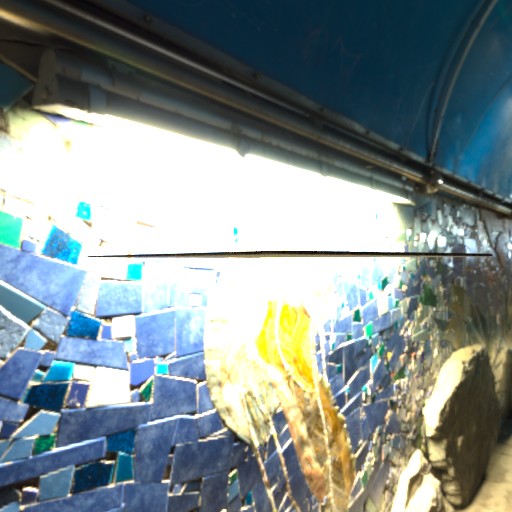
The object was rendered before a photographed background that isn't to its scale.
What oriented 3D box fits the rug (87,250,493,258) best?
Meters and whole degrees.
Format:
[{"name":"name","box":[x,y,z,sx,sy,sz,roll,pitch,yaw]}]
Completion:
[{"name":"rug","box":[0.000,0.000,2.181,1.158,0.013,1.752,0,-1,-36]}]
